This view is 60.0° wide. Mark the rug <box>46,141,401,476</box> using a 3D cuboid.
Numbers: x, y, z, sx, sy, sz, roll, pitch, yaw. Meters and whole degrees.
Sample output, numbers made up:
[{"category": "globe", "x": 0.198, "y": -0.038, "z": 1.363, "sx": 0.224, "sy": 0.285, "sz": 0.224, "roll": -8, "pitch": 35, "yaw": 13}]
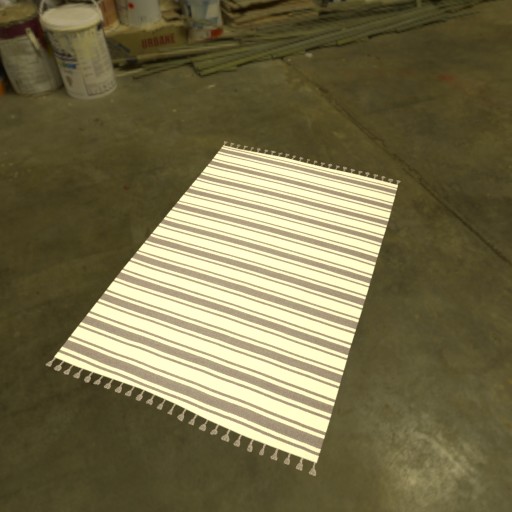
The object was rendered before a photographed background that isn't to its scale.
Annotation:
[{"category": "rug", "x": 0.000, "y": 0.000, "z": 3.028, "sx": 1.563, "sy": 0.014, "sz": 2.425, "roll": 16, "pitch": 49, "yaw": 15}]
